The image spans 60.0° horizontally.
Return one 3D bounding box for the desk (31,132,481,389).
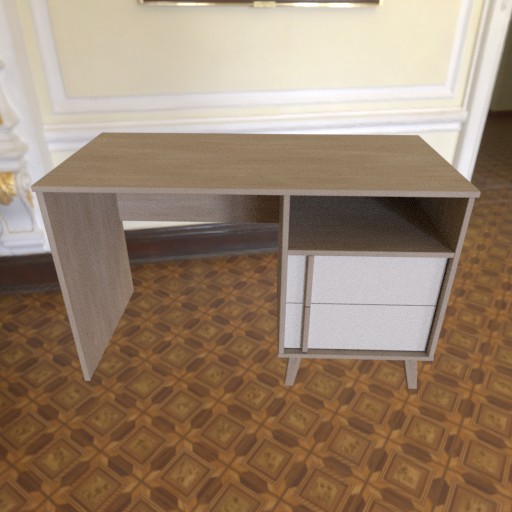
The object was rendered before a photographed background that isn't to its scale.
[{"bbox_3d":[0.000,0.000,1.680,1.251,0.770,0.600,1,30,2],"label":"desk"}]
